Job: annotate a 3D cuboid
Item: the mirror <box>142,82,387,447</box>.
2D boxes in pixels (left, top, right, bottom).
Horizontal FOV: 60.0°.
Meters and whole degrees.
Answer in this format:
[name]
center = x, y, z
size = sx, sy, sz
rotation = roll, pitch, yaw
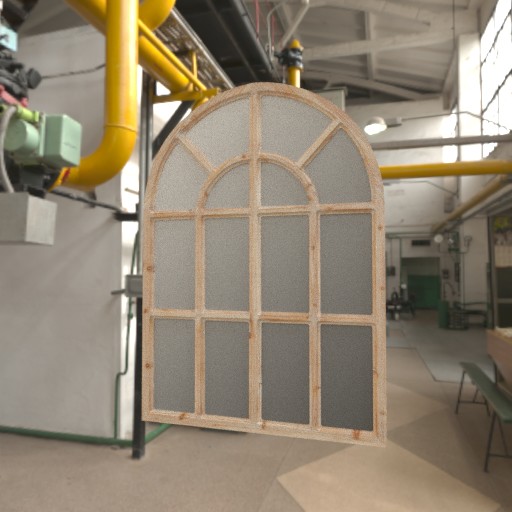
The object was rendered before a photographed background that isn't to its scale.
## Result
[mirror]
center = 0.000, 0.000, 1.180
size = 0.660, 0.920, 0.032
rotation = 0, -2, 17
